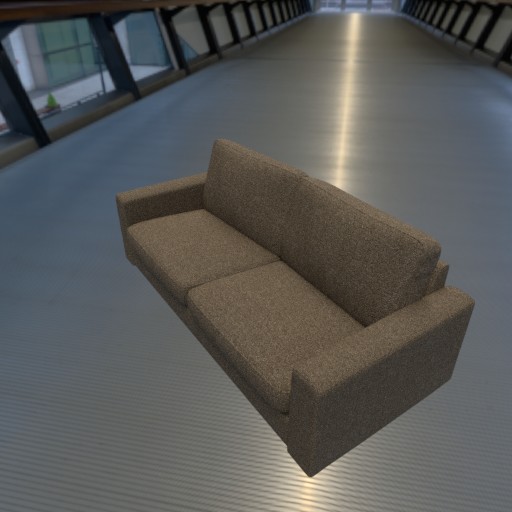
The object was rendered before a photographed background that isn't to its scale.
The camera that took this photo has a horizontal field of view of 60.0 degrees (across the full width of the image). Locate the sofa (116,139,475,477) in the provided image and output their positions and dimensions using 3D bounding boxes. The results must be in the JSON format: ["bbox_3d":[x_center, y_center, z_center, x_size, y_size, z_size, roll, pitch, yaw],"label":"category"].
[{"bbox_3d":[0.000,0.000,2.655,1.016,0.873,2.179,-20,37,-29],"label":"sofa"}]
